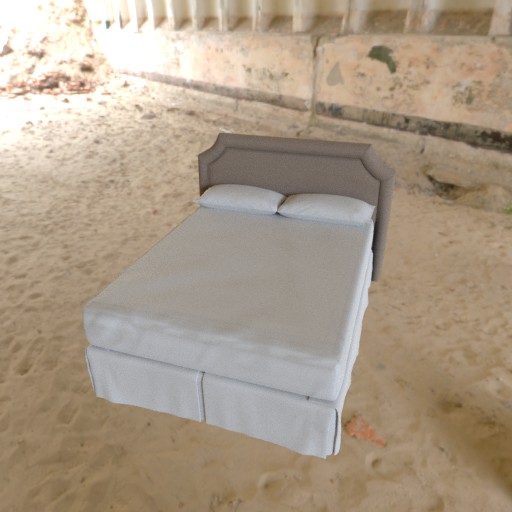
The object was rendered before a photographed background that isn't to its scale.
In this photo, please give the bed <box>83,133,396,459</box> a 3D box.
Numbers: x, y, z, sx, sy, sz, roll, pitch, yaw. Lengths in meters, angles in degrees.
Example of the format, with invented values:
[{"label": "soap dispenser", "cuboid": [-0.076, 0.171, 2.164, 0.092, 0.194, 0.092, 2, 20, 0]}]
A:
[{"label": "bed", "cuboid": [0.000, 0.000, 3.326, 1.828, 1.303, 2.164, 9, 29, 16]}]
